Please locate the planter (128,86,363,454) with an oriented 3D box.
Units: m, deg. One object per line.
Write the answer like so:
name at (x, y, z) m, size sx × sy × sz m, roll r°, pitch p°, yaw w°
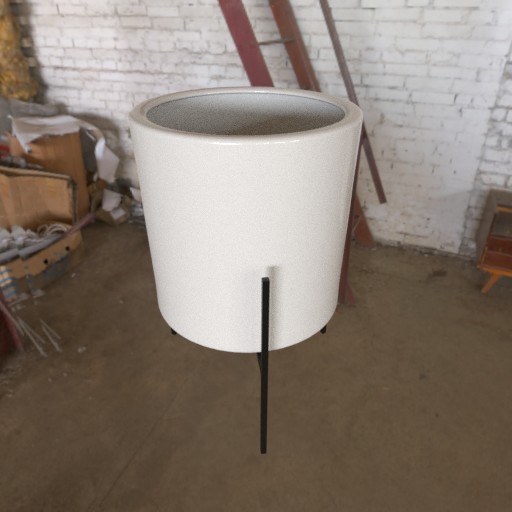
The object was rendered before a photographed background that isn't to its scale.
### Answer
planter at (0.000, 0.000, 0.654) m, size 0.308 × 0.431 × 0.307 m, roll -18°, pitch 35°, yaw -28°
